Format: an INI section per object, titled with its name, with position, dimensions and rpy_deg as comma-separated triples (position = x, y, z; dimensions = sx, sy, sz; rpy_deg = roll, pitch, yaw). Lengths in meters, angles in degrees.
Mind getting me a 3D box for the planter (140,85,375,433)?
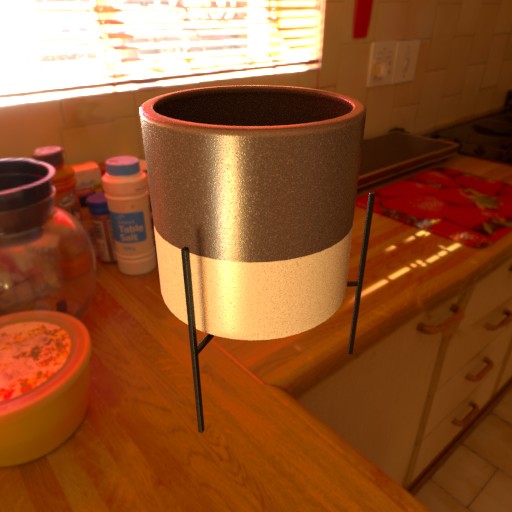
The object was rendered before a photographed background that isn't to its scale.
[planter]
position = 0.000, 0.000, 0.537
dimensions = 0.250, 0.353, 0.260
rpy_deg = 10, 31, 17
